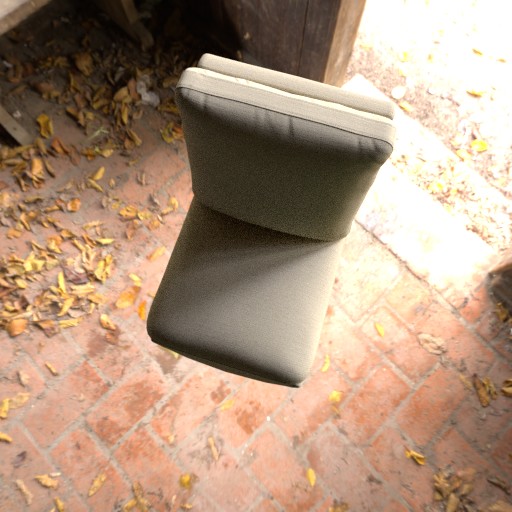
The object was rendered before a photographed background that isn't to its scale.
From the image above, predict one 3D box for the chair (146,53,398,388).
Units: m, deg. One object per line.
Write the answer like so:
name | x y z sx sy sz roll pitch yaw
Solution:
chair | 0.000 0.000 1.327 0.503 0.927 0.698 16 76 4
